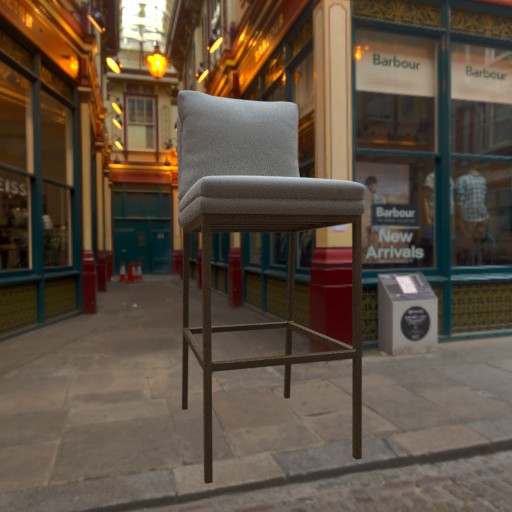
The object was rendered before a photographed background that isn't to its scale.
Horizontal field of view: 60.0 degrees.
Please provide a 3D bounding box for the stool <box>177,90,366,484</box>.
[{"bbox_3d":[0.000,0.000,1.417,0.463,1.125,0.572,0,2,-17],"label":"stool"}]
